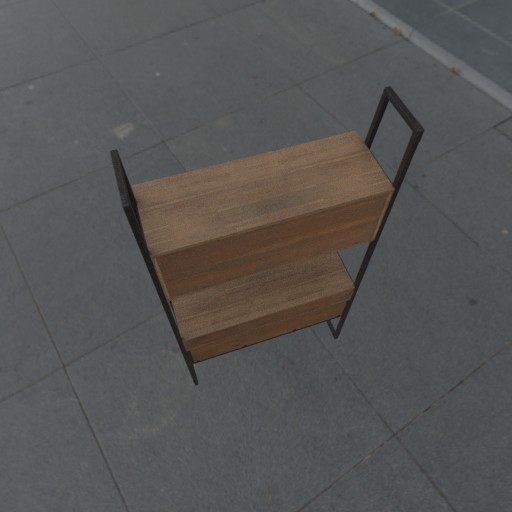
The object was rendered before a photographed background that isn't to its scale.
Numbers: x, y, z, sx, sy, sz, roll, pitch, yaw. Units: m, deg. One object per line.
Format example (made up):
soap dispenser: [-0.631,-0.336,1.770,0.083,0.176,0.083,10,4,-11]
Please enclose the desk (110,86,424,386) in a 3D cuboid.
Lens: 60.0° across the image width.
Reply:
desk: [0.000,0.000,2.241,0.982,1.809,0.515,-16,59,-10]
